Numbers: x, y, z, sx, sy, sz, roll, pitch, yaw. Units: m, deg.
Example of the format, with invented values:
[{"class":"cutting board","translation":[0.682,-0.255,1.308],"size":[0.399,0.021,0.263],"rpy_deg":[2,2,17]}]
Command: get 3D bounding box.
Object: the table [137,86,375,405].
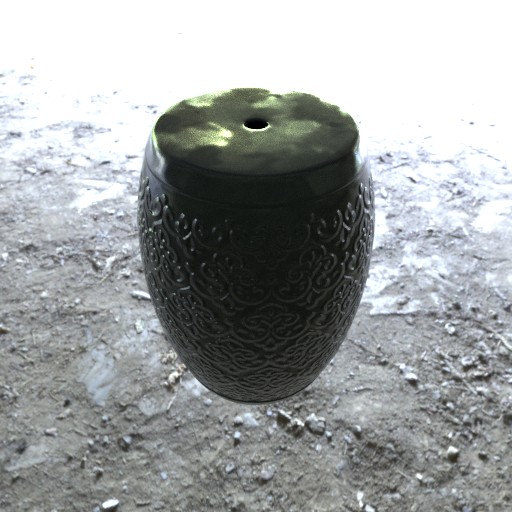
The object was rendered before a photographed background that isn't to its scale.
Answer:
[{"class":"table","translation":[0.000,0.000,0.624],"size":[0.309,0.397,0.309],"rpy_deg":[0,41,0]}]
